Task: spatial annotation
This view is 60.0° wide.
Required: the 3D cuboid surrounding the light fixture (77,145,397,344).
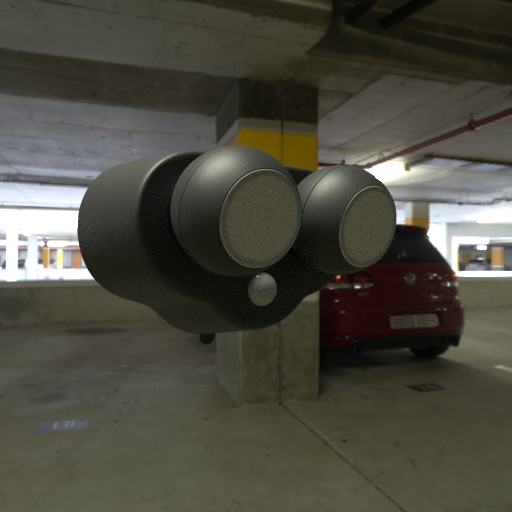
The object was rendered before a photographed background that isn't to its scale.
[{"bbox_3d":[0.000,0.000,0.345,0.229,0.159,0.159,1,-1,-36],"label":"light fixture"}]
